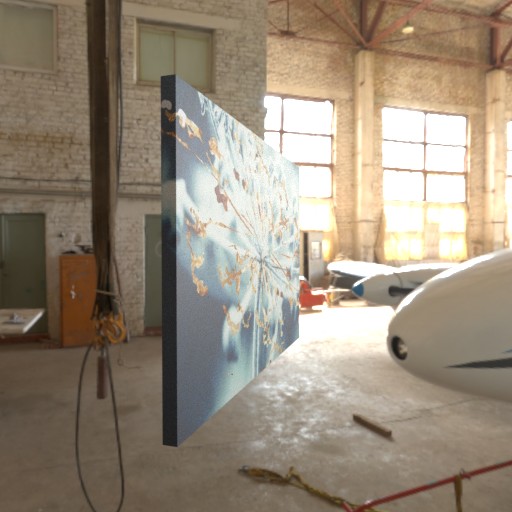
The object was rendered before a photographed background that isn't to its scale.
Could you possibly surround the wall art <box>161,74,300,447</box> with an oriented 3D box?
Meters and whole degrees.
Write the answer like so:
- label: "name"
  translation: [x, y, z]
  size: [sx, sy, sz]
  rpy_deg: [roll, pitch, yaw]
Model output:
- label: "wall art"
  translation: [0.000, 0.000, 1.447]
  size: [0.035, 0.759, 1.138]
  rpy_deg: [0, 2, 18]
